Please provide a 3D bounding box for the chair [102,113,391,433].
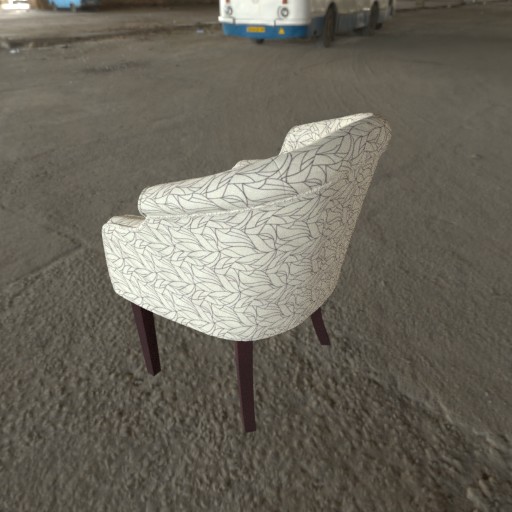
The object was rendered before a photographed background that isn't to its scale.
[{"bbox_3d":[0.000,0.000,1.314,0.613,0.858,0.686,22,38,31],"label":"chair"}]
